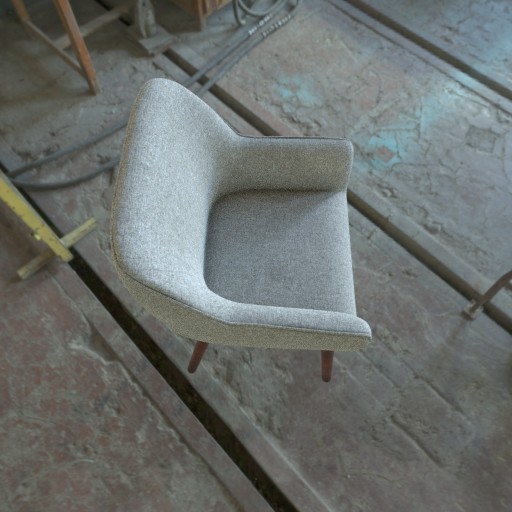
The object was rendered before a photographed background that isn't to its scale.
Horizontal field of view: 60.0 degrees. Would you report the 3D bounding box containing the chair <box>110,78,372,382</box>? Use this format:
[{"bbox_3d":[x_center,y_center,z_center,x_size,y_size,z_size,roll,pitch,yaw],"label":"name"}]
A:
[{"bbox_3d":[0.000,0.000,1.179,0.519,0.803,0.543,1,63,1],"label":"chair"}]
